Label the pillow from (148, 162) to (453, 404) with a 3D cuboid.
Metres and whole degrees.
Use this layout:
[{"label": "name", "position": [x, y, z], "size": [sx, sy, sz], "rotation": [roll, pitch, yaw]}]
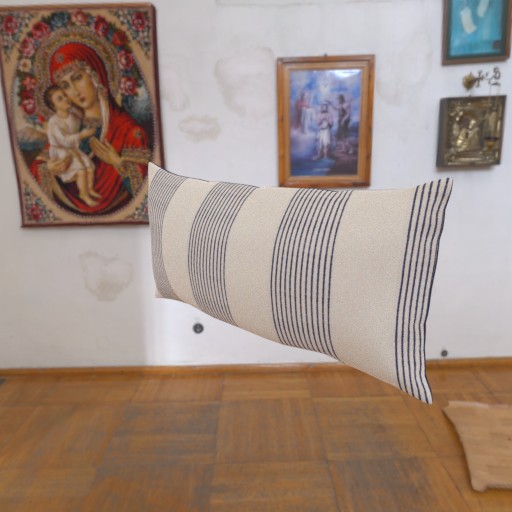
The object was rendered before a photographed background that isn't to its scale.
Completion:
[{"label": "pillow", "position": [0.000, 0.000, 0.724], "size": [0.610, 0.287, 0.151], "rotation": [13, 19, 42]}]
